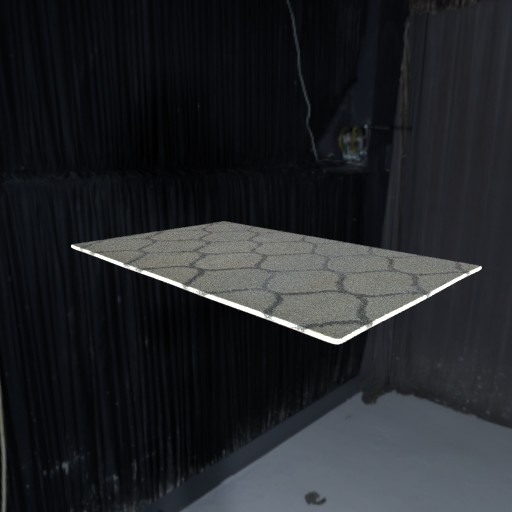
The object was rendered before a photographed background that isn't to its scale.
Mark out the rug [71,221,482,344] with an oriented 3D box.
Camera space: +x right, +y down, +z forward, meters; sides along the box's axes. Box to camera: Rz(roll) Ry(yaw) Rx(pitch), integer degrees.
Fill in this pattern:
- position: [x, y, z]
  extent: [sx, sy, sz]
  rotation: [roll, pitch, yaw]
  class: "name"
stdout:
- position: [0.000, 0.000, 2.953]
  extent: [2.348, 0.024, 1.501]
  rotation: [13, 19, 43]
  class: "rug"
